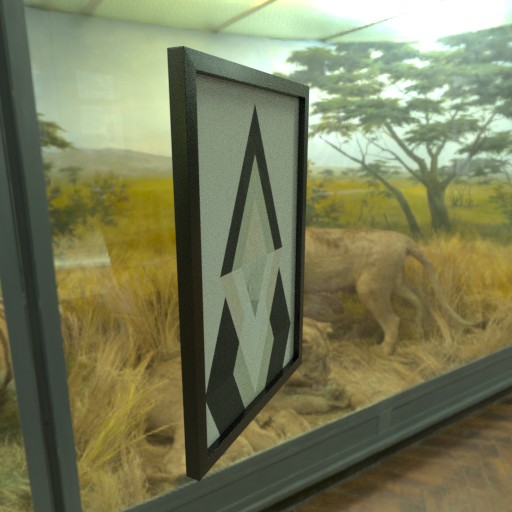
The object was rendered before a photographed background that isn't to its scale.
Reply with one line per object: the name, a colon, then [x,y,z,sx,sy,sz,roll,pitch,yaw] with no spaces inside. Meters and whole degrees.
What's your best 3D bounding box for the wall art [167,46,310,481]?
wall art: [0.000,0.000,0.586,0.019,0.455,0.314,7,16,26]
